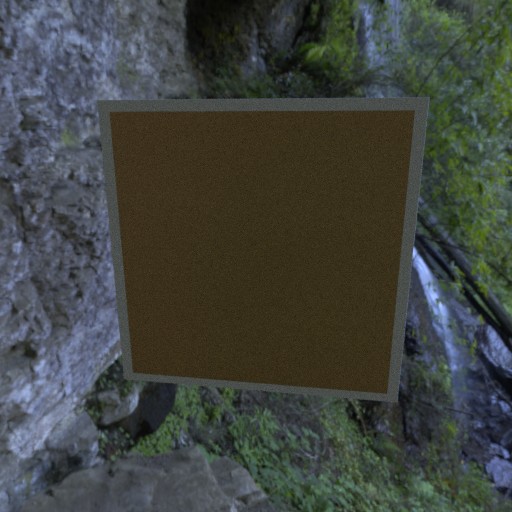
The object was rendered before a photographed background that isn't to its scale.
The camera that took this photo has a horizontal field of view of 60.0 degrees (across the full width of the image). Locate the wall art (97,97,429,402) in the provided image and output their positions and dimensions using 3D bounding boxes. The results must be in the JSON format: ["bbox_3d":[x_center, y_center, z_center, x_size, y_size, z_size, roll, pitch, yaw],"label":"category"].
[{"bbox_3d":[0.000,0.000,0.460,0.307,0.307,0.020,2,17,8],"label":"wall art"}]
